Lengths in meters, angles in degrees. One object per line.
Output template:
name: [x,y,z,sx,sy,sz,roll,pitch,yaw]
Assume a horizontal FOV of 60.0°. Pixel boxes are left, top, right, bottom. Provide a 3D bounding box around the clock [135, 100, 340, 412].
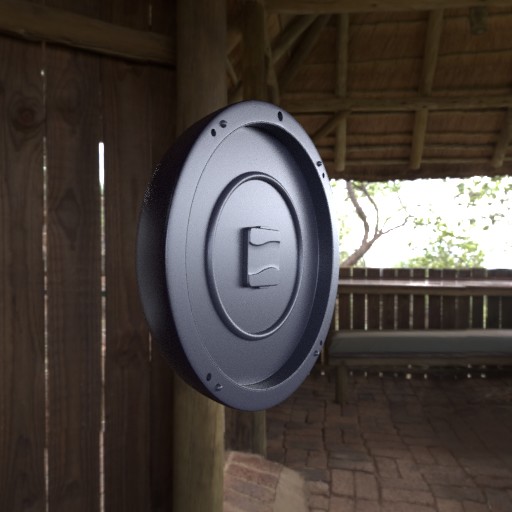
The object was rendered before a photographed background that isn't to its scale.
clock: [0.000,0.000,0.457,0.060,0.300,0.300,1,1,35]
